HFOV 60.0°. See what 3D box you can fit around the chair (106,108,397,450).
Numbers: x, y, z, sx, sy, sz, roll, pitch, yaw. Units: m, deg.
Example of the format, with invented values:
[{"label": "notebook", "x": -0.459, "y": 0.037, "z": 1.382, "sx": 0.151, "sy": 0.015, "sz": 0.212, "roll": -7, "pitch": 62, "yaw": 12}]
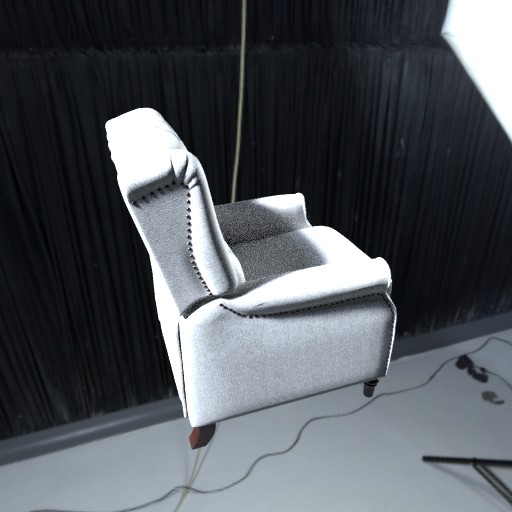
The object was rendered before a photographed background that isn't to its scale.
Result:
[{"label": "chair", "x": 0.000, "y": 0.000, "z": 1.621, "sx": 0.902, "sy": 1.035, "sz": 0.742, "roll": -9, "pitch": 30, "yaw": -17}]
